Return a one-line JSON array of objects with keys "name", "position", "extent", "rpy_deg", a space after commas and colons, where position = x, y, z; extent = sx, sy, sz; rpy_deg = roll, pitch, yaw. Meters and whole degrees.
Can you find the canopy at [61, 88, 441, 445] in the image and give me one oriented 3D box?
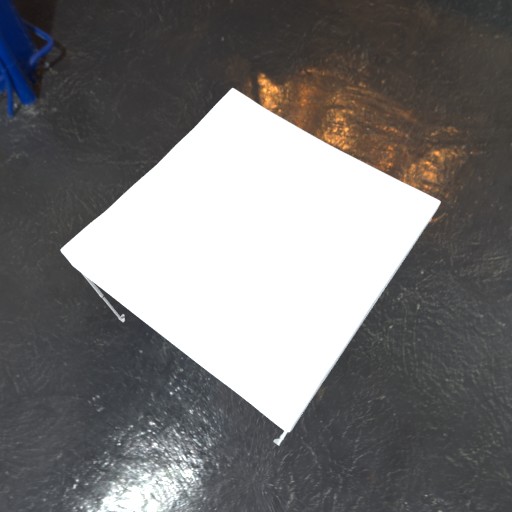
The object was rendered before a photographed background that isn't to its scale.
[{"name": "canopy", "position": [0.000, 0.000, 5.496], "extent": [2.998, 2.997, 2.996], "rpy_deg": [34, 68, 16]}]
